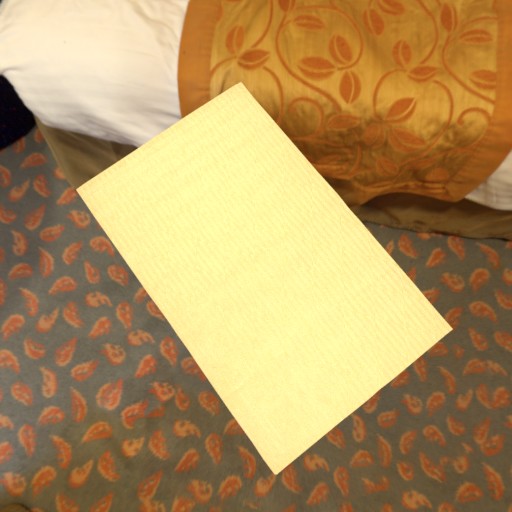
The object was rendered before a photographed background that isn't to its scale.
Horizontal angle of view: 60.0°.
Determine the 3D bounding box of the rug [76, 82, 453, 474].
[{"bbox_3d":[0.000,0.000,3.152,1.531,0.014,2.441,-36,78,-9],"label":"rug"}]
